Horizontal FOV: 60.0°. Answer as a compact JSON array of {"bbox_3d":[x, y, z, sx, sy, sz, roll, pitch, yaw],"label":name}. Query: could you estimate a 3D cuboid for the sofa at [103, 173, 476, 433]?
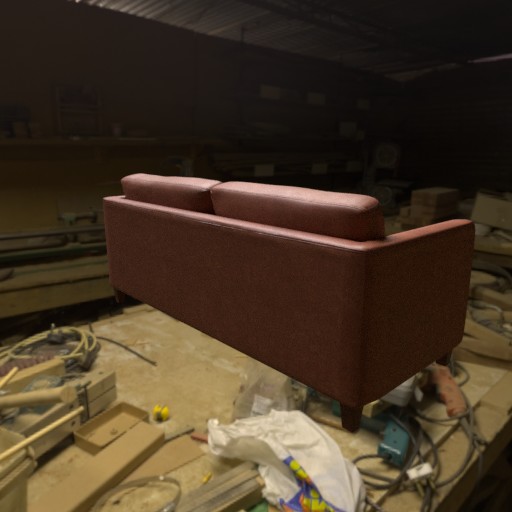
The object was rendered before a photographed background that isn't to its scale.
[{"bbox_3d":[0.000,0.000,2.689,0.950,0.932,2.204,-13,19,-41],"label":"sofa"}]
